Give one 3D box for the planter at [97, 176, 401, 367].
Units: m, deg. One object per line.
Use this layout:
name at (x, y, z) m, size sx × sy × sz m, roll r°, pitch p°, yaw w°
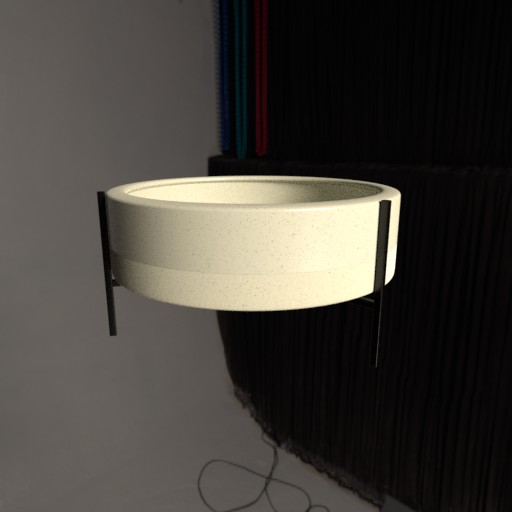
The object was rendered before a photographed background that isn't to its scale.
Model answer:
planter at (0.000, 0.000, 0.546) m, size 0.345 × 0.171 × 0.336 m, roll 14°, pitch 20°, yaw 42°
